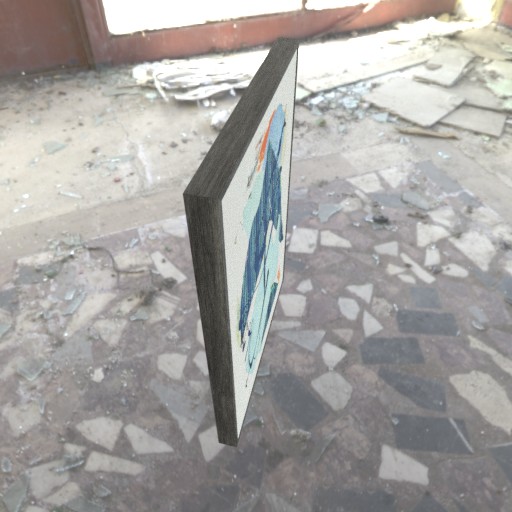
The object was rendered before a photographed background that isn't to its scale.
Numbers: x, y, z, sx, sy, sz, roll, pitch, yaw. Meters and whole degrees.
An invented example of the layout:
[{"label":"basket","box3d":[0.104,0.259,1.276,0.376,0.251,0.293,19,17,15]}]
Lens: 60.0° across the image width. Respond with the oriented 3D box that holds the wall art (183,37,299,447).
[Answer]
[{"label":"wall art","box3d":[0.000,0.000,1.358,0.063,1.016,0.762,10,46,10]}]
